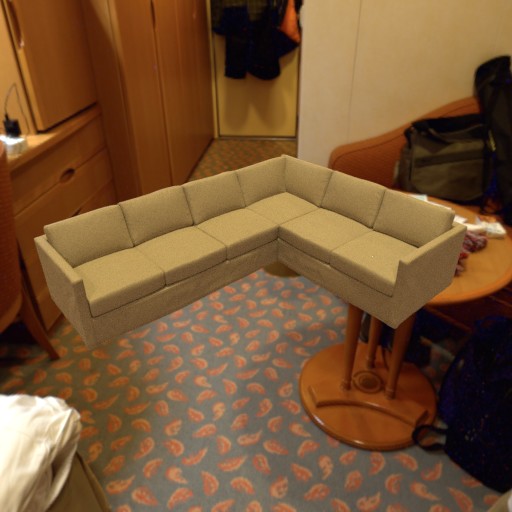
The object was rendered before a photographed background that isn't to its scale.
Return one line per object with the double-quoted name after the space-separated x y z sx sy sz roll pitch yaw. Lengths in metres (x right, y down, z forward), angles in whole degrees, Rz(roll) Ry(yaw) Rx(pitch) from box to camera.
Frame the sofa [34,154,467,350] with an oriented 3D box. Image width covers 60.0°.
0.000 0.000 4.176 3.182 0.871 2.432 -24 38 -34 "sofa"
